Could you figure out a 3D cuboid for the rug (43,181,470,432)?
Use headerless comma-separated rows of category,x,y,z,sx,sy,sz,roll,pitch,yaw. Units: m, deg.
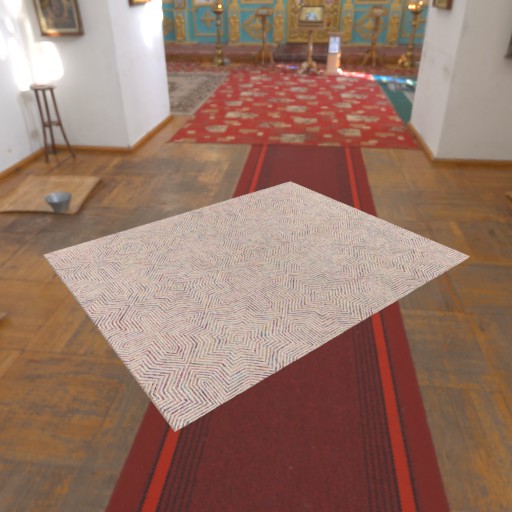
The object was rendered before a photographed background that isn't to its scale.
rug,0.000,0.000,4.048,3.046,0.008,2.442,-22,37,-32
